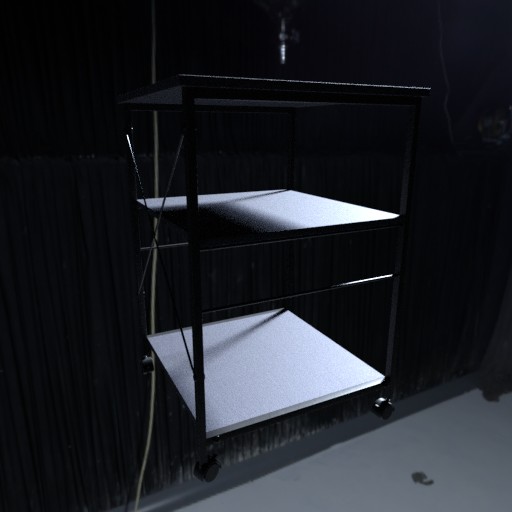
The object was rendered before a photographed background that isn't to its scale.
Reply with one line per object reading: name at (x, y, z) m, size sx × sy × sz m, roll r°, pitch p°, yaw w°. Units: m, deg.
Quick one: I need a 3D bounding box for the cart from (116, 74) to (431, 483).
cart at (0.000, 0.000, 1.101) m, size 0.520 × 0.762 × 0.521 m, roll -8°, pitch 18°, yaw -26°
